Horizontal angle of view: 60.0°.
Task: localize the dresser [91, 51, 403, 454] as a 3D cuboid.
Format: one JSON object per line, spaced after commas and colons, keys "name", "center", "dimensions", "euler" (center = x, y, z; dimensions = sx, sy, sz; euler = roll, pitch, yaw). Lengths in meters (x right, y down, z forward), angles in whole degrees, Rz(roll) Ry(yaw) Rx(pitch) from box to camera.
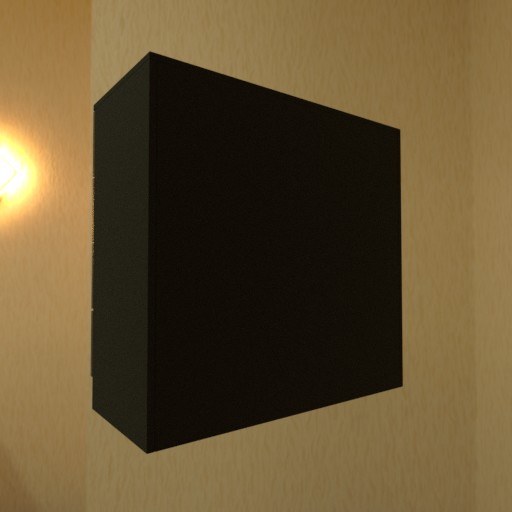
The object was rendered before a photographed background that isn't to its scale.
{"name": "dresser", "center": [0.000, 0.000, 1.159], "dimensions": [0.750, 0.720, 0.360], "euler": [1, -2, -37]}
